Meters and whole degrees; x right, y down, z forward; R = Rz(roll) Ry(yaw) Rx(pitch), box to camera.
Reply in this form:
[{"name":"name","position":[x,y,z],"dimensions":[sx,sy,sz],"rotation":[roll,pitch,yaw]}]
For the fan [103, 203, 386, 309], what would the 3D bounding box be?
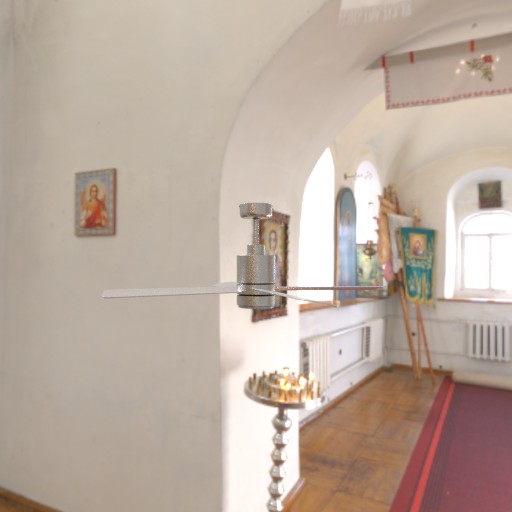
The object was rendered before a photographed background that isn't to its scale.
[{"name":"fan","position":[0.000,0.000,2.337],"dimensions":[1.525,0.539,1.525],"rotation":[0,-1,-18]}]
